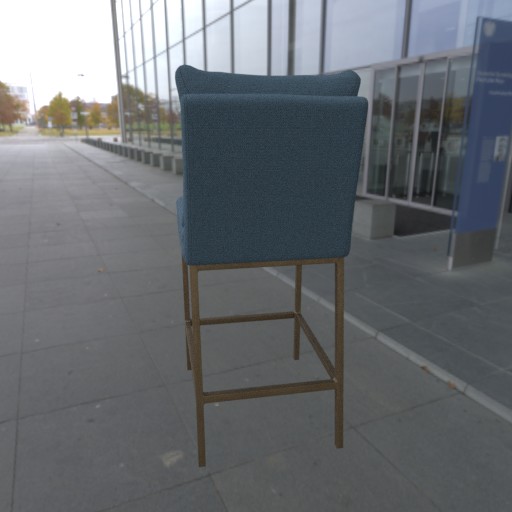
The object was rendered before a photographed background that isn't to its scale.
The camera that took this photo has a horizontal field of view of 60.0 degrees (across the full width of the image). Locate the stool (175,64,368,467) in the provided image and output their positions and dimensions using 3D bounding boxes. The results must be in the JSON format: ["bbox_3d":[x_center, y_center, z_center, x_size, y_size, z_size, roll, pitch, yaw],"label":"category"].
[{"bbox_3d":[0.000,0.000,1.359,0.463,1.032,0.568,-3,17,-10],"label":"stool"}]
